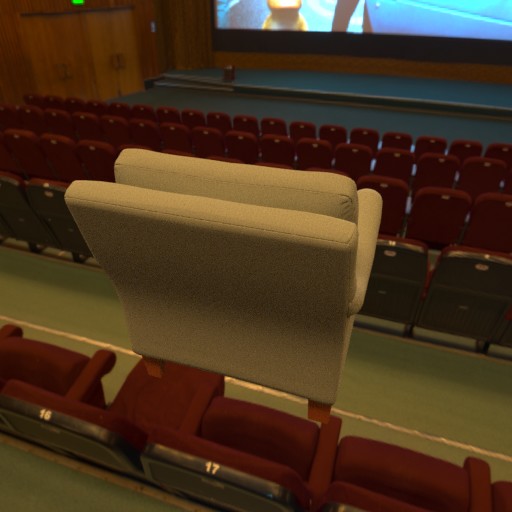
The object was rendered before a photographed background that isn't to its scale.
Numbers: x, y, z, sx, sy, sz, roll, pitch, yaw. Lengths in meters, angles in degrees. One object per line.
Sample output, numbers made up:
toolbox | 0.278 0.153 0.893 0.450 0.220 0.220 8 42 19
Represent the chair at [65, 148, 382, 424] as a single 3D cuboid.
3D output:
chair | 0.000 0.000 1.877 0.955 1.038 1.070 10 35 15
